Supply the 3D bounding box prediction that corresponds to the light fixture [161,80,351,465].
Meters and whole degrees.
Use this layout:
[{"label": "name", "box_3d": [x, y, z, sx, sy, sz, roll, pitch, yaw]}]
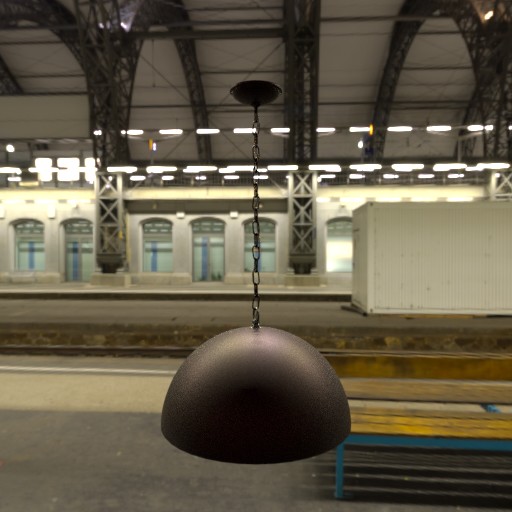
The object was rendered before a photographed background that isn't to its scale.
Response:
[{"label": "light fixture", "box_3d": [0.000, 0.000, 1.166, 0.492, 0.869, 0.492, 0, 0, -18]}]
